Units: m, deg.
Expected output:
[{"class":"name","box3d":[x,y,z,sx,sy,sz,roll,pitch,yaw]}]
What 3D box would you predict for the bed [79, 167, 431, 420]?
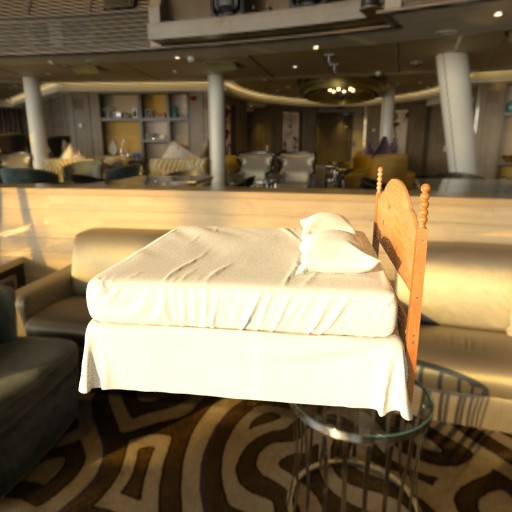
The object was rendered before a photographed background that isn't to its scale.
[{"class":"bed","box3d":[0.000,0.000,3.624,2.219,1.355,2.322,2,14,8]}]
